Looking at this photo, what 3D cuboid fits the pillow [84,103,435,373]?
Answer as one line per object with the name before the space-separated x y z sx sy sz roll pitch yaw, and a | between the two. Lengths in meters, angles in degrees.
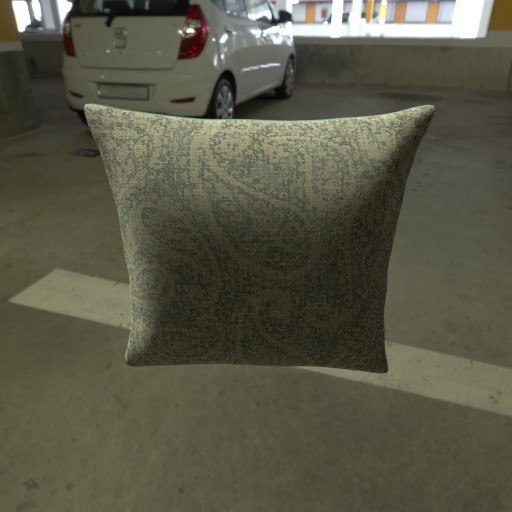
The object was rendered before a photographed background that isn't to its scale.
pillow | 0.000 0.000 0.774 0.526 0.507 0.166 1 28 2
